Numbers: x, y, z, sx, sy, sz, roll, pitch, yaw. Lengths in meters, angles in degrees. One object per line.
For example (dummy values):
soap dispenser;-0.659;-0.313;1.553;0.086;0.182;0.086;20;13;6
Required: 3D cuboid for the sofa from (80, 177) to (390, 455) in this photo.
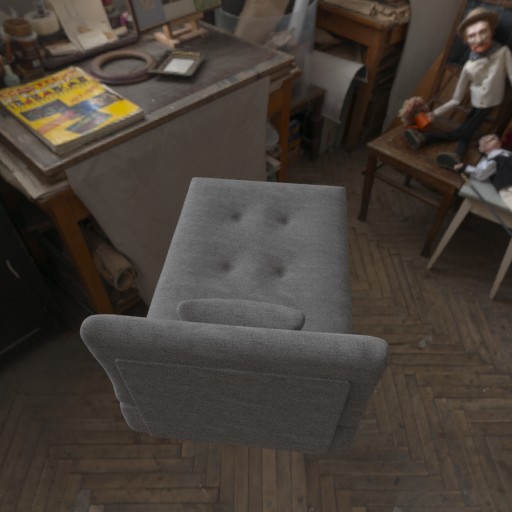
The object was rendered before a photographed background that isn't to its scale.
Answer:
sofa;0.000;0.000;2.012;0.930;0.820;1.450;4;48;4
